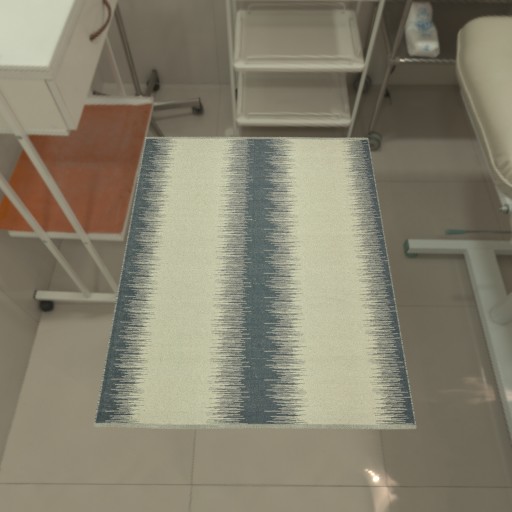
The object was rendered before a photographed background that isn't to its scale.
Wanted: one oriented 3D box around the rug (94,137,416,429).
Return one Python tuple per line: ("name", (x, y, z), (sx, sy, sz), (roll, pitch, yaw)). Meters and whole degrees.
("rug", (0.000, 0.000, 4.118), (2.453, 0.004, 3.037), (0, 60, 0))
